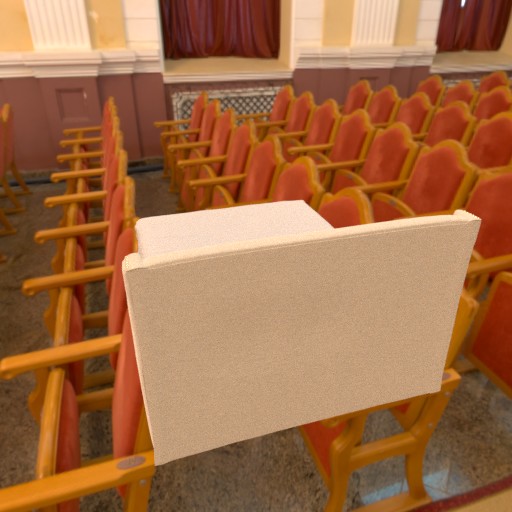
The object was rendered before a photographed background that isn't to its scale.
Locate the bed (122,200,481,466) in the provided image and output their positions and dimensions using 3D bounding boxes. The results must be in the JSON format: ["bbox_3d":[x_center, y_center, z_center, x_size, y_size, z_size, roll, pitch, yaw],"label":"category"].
[{"bbox_3d":[0.000,0.000,3.418,1.925,1.332,2.276,-8,29,-15],"label":"bed"}]
